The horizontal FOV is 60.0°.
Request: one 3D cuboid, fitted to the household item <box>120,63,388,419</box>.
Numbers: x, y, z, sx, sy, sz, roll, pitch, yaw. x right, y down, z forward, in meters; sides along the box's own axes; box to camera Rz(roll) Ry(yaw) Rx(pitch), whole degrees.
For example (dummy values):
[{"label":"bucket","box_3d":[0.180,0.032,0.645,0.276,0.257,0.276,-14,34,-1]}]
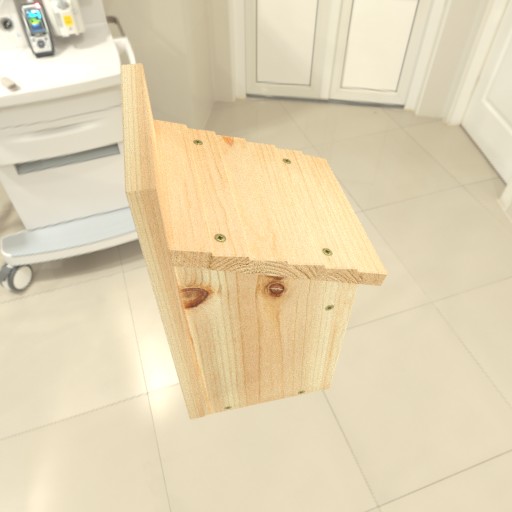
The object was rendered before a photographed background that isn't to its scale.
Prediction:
[{"label":"household item","box_3d":[0.000,0.000,0.399,0.171,0.300,0.149,-9,49,-8]}]
